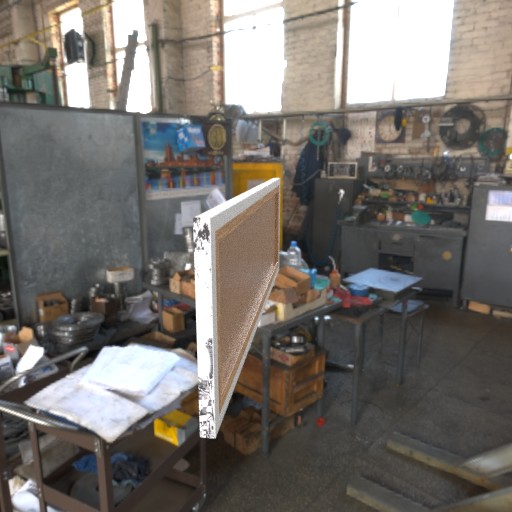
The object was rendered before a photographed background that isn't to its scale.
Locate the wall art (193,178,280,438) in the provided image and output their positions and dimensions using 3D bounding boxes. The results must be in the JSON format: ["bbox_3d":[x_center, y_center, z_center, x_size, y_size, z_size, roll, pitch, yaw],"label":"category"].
[{"bbox_3d":[0.000,0.000,1.690,0.039,0.507,1.520,2,13,8],"label":"wall art"}]
